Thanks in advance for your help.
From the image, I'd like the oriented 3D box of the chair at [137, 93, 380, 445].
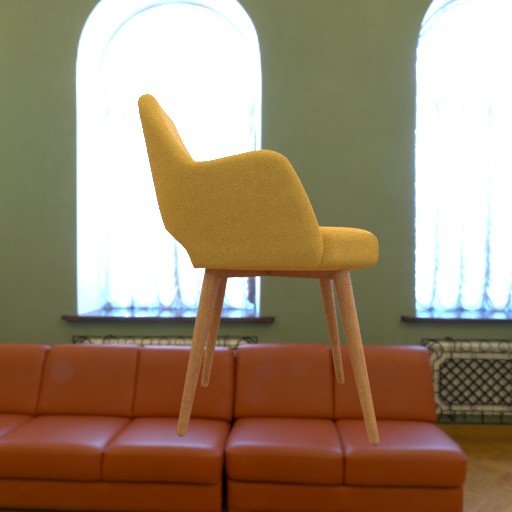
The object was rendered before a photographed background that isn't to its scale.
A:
[{"bbox_3d":[0.000,0.000,1.222,0.610,0.840,0.590,0,1,2],"label":"chair"}]
